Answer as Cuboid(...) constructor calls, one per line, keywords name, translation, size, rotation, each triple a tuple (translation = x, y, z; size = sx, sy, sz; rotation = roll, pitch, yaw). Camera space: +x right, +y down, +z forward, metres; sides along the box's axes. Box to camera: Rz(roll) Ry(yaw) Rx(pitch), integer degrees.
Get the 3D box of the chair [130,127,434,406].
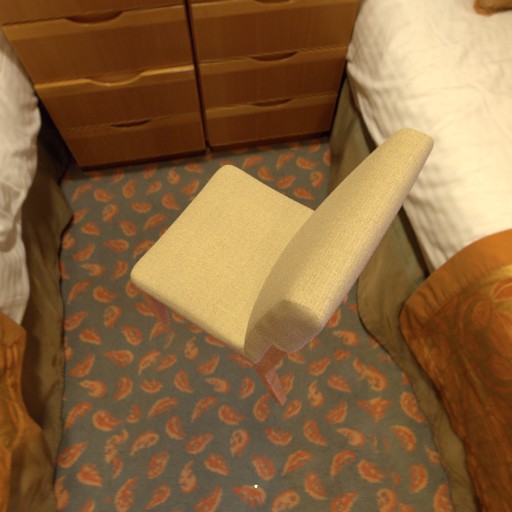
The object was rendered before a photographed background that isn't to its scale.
Cuboid(name="chair", translation=(0.000, 0.000, 1.275), size=(0.586, 0.911, 0.507), rotation=(30, 67, 15))
